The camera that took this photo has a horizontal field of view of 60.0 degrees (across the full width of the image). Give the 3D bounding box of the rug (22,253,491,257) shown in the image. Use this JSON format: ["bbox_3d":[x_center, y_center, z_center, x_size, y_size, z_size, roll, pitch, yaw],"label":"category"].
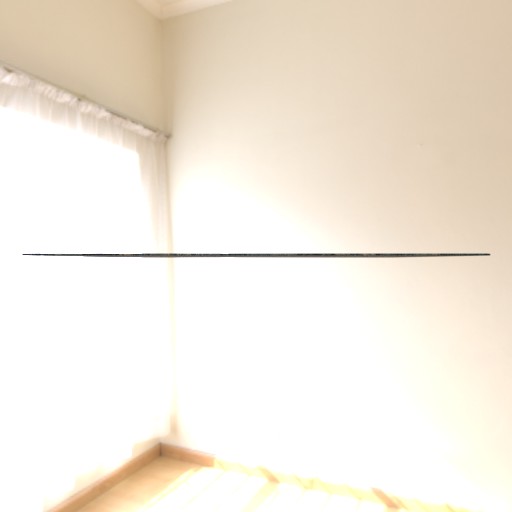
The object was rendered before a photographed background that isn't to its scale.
[{"bbox_3d":[0.000,0.000,2.325,1.836,0.009,1.232,0,-1,-1],"label":"rug"}]
